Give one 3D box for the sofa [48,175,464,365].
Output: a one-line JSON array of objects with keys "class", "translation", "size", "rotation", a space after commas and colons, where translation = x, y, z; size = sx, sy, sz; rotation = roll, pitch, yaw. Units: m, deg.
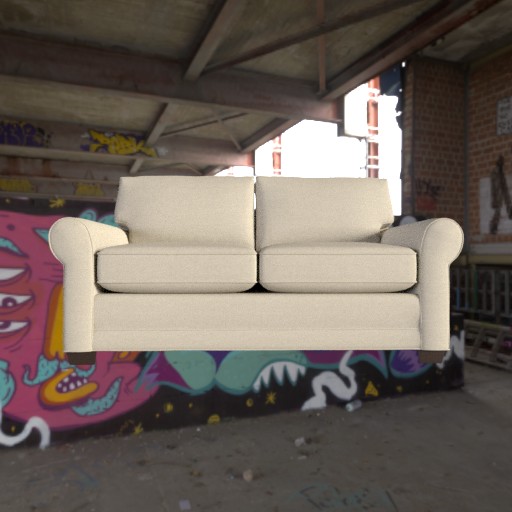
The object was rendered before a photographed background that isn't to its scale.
[{"class": "sofa", "translation": [0.000, 0.000, 2.288], "size": [1.774, 0.933, 0.861], "rotation": [0, -1, -1]}]
